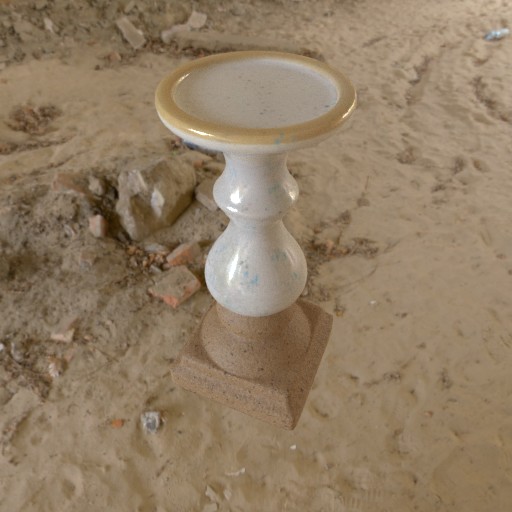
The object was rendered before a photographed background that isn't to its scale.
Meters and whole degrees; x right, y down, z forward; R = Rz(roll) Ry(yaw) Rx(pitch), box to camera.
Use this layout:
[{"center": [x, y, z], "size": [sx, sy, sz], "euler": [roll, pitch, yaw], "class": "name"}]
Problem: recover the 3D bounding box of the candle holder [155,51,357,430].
[{"center": [0.000, 0.000, 0.306], "size": [0.110, 0.239, 0.110], "euler": [17, 47, 16], "class": "candle holder"}]
